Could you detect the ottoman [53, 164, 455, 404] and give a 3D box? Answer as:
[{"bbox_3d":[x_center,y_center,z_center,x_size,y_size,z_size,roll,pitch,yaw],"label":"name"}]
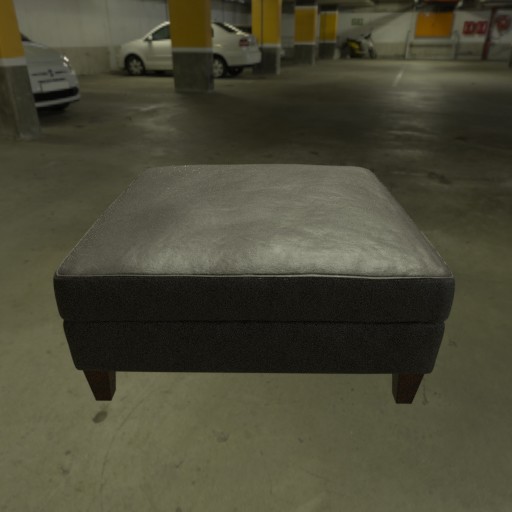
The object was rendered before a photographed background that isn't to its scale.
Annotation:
[{"bbox_3d":[0.000,0.000,1.307,0.844,0.415,0.836,0,26,1],"label":"ottoman"}]
